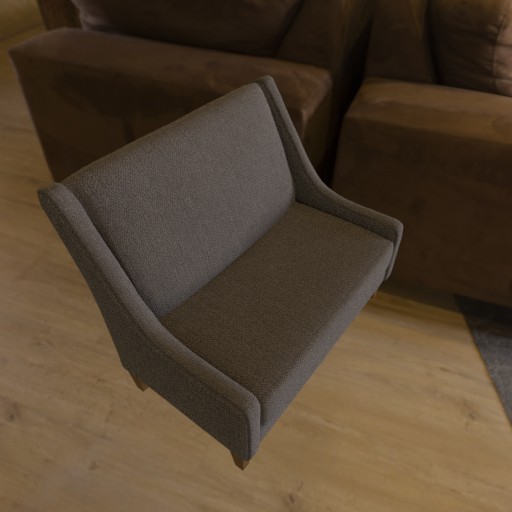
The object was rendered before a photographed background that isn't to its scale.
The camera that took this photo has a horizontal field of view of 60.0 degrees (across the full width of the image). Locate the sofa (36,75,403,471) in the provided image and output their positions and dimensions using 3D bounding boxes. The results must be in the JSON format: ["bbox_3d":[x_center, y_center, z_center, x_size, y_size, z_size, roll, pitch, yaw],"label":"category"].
[{"bbox_3d":[0.000,0.000,1.906,0.873,1.022,1.242,27,49,26],"label":"sofa"}]
